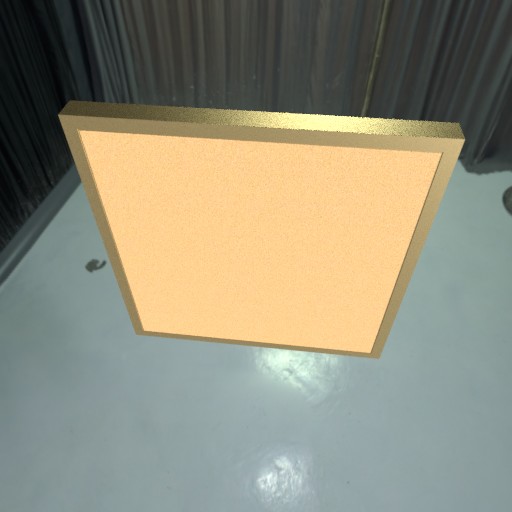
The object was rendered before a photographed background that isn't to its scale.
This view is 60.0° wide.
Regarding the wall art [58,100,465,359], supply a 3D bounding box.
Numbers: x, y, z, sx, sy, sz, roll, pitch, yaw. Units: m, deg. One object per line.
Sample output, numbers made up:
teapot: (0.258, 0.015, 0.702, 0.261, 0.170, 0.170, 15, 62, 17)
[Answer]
wall art: (0.000, 0.000, 1.890, 1.284, 1.284, 0.095, 5, 47, 4)
